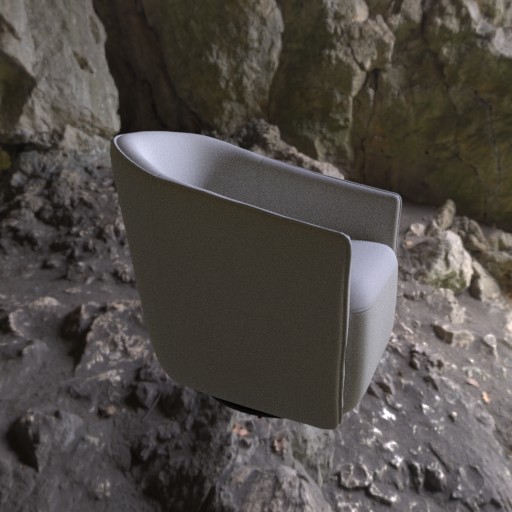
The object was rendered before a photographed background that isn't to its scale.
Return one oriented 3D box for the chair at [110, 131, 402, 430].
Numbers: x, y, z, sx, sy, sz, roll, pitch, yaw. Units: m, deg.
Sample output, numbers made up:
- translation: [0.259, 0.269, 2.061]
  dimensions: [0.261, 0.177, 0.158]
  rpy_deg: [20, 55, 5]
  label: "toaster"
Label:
- translation: [0.000, 0.000, 1.480]
  dimensions: [0.875, 0.799, 0.747]
  rpy_deg: [8, 18, 25]
  label: "chair"
